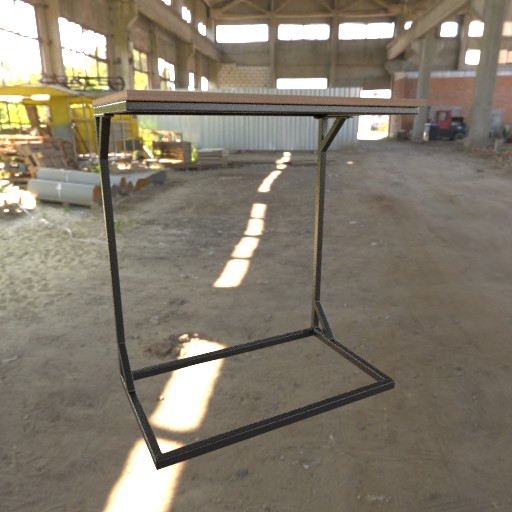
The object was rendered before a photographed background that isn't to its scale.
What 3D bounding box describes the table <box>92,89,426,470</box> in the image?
[{"bbox_3d":[0.000,0.000,1.012,0.597,0.673,0.351,-8,19,-26],"label":"table"}]
